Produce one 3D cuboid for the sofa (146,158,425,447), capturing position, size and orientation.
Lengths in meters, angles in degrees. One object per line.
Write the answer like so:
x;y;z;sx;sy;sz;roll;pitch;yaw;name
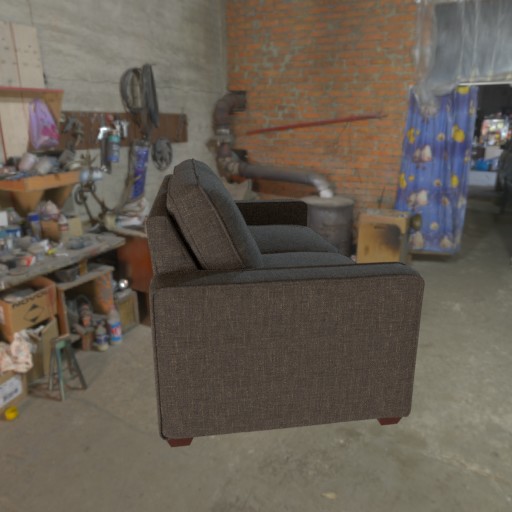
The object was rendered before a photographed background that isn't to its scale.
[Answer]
0.000;0.000;2.269;0.947;0.918;1.709;-2;16;-8;sofa
